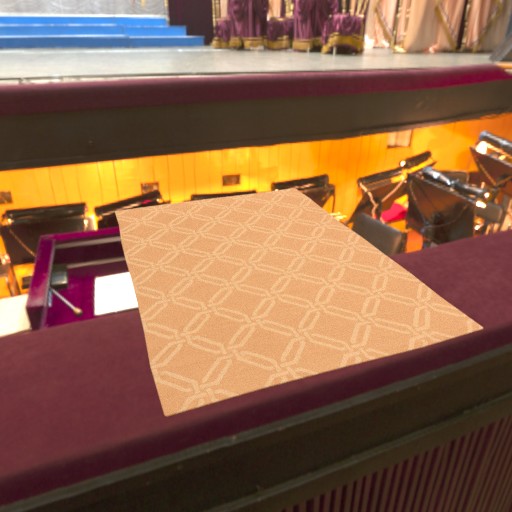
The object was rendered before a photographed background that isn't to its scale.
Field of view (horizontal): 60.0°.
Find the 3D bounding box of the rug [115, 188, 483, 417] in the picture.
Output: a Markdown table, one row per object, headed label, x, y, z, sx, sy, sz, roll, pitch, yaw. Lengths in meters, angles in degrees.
| label | x | y | z | sx | sy | sz | roll | pitch | yaw |
| --- | --- | --- | --- | --- | --- | --- | --- | --- | --- |
| rug | 0.000 | 0.000 | 2.734 | 1.524 | 0.013 | 2.135 | -10 | 30 | -18 |
